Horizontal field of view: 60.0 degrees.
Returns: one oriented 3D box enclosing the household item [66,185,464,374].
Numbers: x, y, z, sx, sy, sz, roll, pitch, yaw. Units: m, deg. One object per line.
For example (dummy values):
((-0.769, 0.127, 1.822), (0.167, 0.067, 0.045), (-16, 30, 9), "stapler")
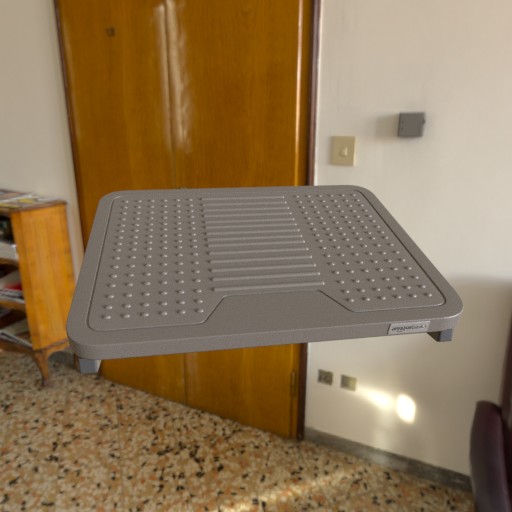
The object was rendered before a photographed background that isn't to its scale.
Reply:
((0.000, 0.000, 0.539), (0.390, 0.126, 0.301), (-3, 18, -9), "household item")
